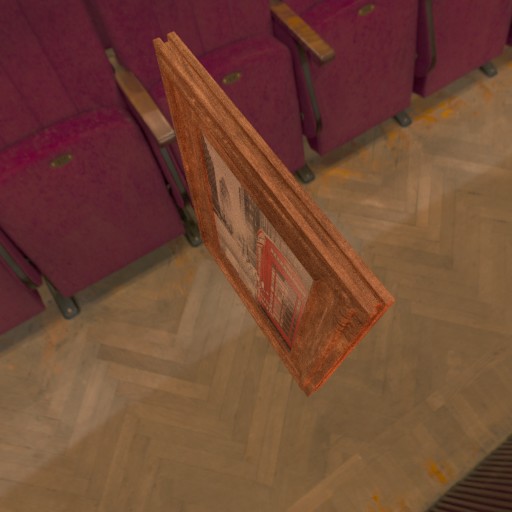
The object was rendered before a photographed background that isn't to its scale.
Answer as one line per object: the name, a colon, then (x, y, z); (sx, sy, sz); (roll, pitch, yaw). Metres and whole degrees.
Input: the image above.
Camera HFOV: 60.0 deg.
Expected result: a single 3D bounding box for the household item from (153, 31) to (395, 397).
household item: (0.000, 0.000, 0.316); (0.018, 0.237, 0.186); (-30, 69, -13)
